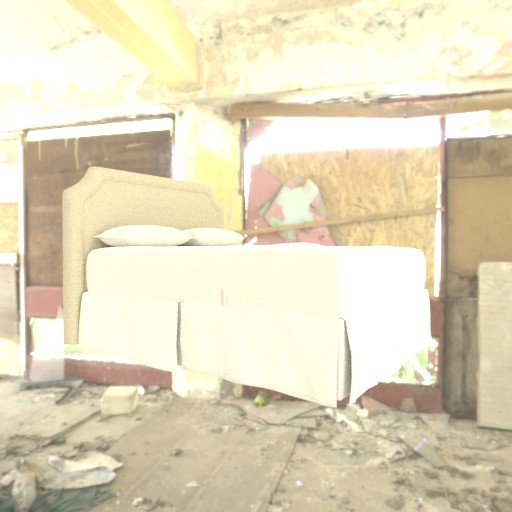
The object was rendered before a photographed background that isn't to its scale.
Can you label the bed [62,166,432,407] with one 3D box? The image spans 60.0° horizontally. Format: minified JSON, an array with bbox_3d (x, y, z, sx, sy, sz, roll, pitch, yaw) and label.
[{"bbox_3d":[0.000,0.000,3.162,2.116,1.290,1.693,1,2,34],"label":"bed"}]
